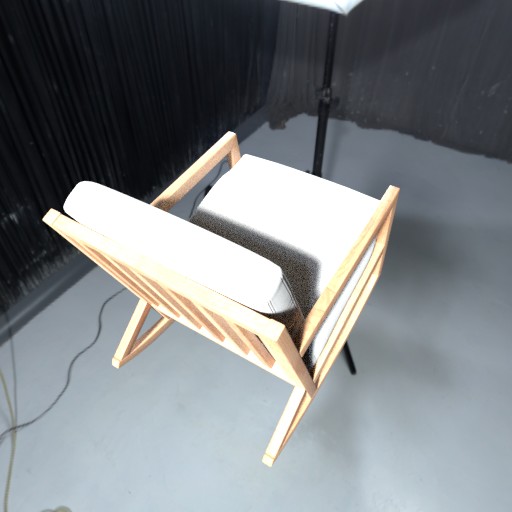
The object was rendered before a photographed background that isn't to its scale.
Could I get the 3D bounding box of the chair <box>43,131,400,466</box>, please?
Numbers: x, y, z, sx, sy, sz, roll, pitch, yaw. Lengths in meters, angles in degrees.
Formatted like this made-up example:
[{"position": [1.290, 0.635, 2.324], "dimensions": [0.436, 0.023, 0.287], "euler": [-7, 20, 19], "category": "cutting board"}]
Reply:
[{"position": [0.000, 0.000, 1.387], "dimensions": [0.622, 0.790, 0.857], "euler": [24, 50, 22], "category": "chair"}]
